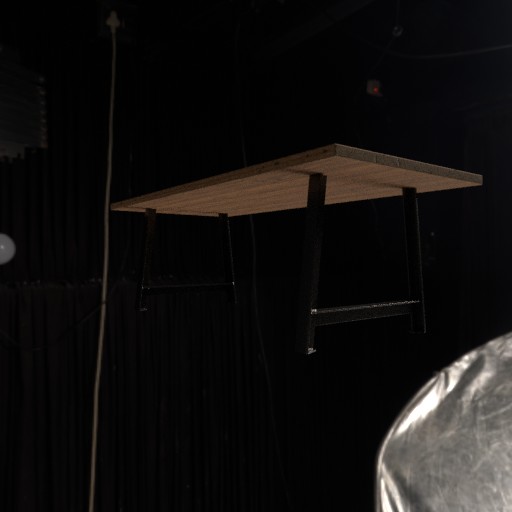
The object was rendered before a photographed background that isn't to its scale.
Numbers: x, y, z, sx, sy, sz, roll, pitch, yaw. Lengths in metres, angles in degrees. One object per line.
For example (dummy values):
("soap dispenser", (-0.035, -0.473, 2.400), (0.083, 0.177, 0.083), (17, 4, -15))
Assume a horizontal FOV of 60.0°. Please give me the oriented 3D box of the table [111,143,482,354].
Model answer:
("table", (0.000, 0.000, 2.653), (1.000, 0.757, 2.200), (0, 0, -37))
